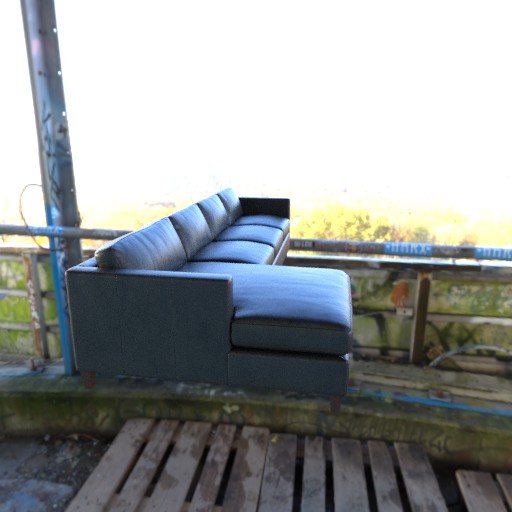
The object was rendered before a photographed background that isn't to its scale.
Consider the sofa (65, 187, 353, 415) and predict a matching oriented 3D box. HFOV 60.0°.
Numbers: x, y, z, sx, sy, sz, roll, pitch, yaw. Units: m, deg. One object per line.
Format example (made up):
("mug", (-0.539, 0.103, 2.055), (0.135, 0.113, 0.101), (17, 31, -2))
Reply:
("sofa", (0.000, 0.000, 3.887), (1.581, 0.883, 3.203), (3, 15, 10))
